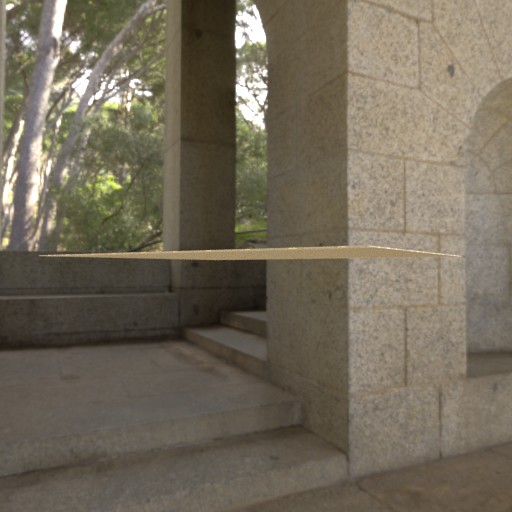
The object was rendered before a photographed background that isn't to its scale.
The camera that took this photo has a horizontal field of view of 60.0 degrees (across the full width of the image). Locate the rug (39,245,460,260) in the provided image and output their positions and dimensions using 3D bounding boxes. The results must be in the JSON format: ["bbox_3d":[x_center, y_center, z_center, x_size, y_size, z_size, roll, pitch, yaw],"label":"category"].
[{"bbox_3d":[0.000,0.000,3.864,2.892,0.006,2.283,-1,-2,35],"label":"rug"}]
